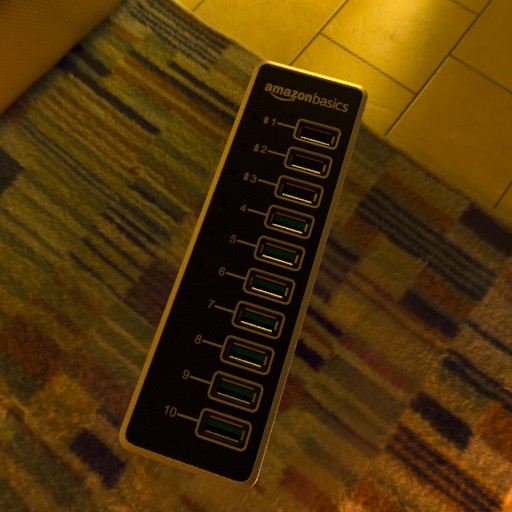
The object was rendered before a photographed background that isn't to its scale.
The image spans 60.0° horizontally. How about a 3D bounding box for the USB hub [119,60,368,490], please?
[{"bbox_3d":[0.000,0.000,0.160,0.044,0.023,0.145,17,76,4],"label":"USB hub"}]
